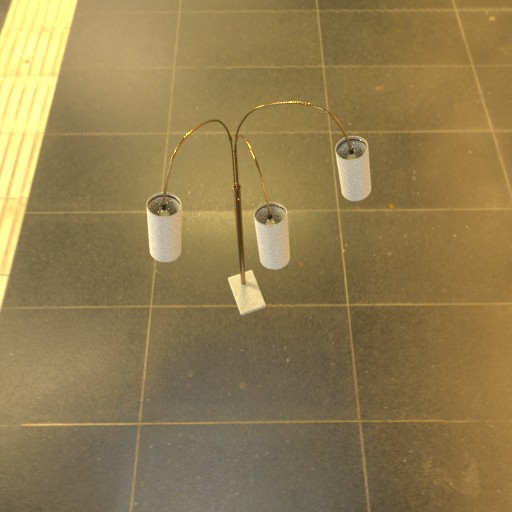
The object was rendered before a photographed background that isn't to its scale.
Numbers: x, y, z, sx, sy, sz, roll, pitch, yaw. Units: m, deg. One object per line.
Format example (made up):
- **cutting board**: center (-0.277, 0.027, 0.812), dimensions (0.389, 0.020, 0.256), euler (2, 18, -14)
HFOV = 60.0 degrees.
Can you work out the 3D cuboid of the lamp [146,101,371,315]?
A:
- **lamp**: center (0.000, 0.000, 2.520), dimensions (1.020, 2.055, 0.667), euler (-18, 66, -8)
